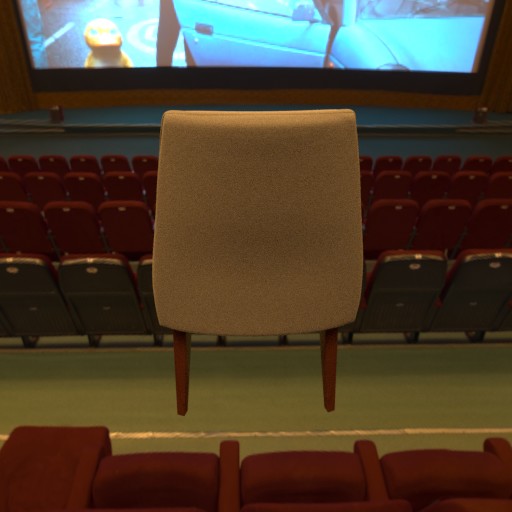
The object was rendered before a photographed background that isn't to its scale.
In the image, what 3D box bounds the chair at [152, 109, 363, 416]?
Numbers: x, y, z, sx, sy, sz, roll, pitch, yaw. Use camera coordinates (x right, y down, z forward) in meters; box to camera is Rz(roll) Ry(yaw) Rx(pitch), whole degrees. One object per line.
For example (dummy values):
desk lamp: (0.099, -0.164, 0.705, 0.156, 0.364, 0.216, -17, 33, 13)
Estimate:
chair: (0.000, 0.000, 1.206, 0.529, 0.861, 0.544, -1, 30, -2)
